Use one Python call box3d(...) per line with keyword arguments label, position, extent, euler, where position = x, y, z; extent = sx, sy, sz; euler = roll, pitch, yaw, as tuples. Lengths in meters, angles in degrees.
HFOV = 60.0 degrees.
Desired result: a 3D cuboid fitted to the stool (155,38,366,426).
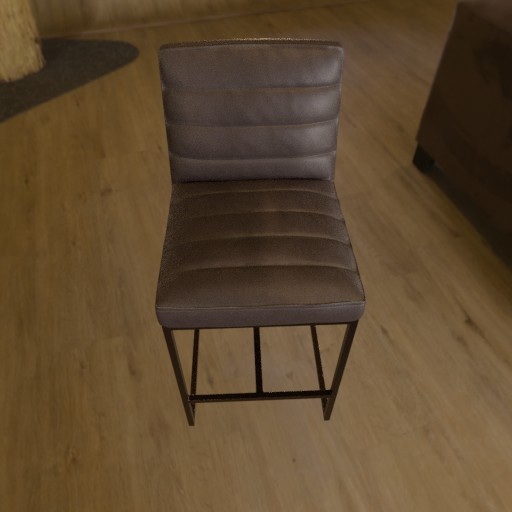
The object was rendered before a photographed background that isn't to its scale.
box3d(label="stool", position=(0.000, 0.000, 1.213), extent=(0.463, 0.946, 0.562), euler=(-2, 47, -2))
